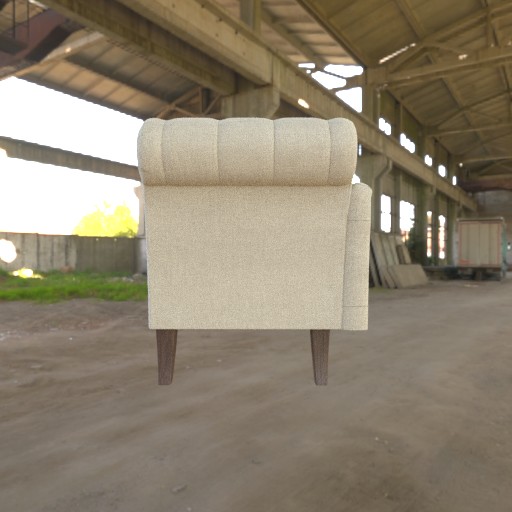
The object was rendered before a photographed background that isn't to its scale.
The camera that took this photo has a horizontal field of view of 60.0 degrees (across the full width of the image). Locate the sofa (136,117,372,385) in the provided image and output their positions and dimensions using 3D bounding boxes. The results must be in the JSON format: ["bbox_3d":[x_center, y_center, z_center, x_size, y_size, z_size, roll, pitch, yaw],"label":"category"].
[{"bbox_3d":[0.000,0.000,1.850,0.675,0.787,1.379,0,1,0],"label":"sofa"}]
